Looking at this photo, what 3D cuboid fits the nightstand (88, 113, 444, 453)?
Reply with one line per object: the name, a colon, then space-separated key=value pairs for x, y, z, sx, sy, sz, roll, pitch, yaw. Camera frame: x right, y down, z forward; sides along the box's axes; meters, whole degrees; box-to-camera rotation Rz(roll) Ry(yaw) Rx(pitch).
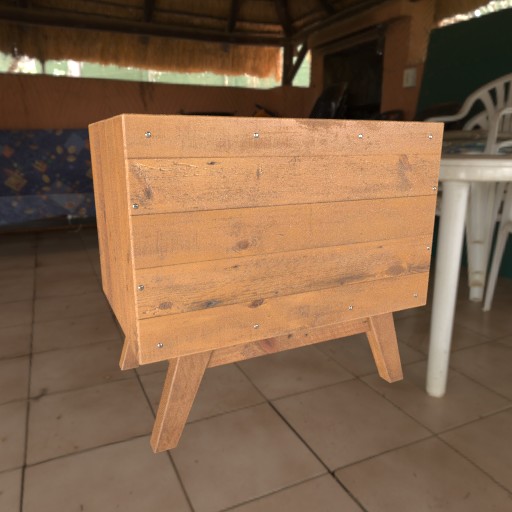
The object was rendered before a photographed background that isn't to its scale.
nightstand: x=0.000 y=0.000 z=1.047 sx=0.650 sy=0.599 sz=0.450 roll=-7 pitch=16 yaw=-25
